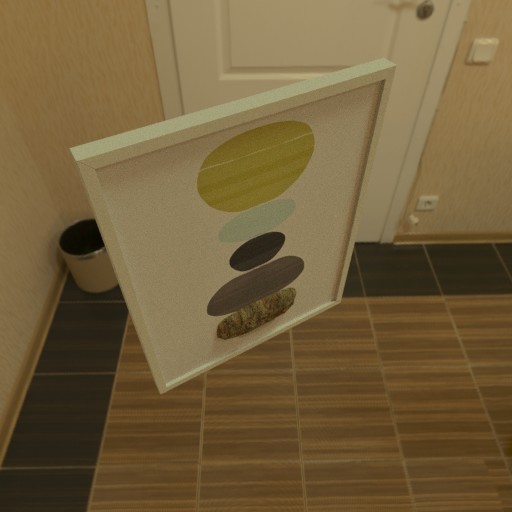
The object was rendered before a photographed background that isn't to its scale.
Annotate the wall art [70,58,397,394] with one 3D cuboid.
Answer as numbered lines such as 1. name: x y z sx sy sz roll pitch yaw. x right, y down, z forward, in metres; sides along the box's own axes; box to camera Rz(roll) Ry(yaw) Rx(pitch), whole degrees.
1. wall art: 0.000 0.000 1.030 0.611 0.763 0.055 -23 52 -20
